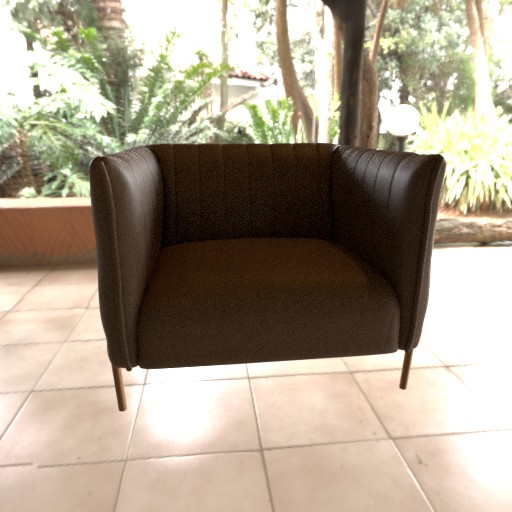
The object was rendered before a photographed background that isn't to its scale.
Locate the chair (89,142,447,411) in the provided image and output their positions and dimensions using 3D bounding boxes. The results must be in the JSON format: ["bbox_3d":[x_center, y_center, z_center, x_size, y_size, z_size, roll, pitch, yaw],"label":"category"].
[{"bbox_3d":[0.000,0.000,1.614,0.981,0.779,0.876,-2,16,-7],"label":"chair"}]
